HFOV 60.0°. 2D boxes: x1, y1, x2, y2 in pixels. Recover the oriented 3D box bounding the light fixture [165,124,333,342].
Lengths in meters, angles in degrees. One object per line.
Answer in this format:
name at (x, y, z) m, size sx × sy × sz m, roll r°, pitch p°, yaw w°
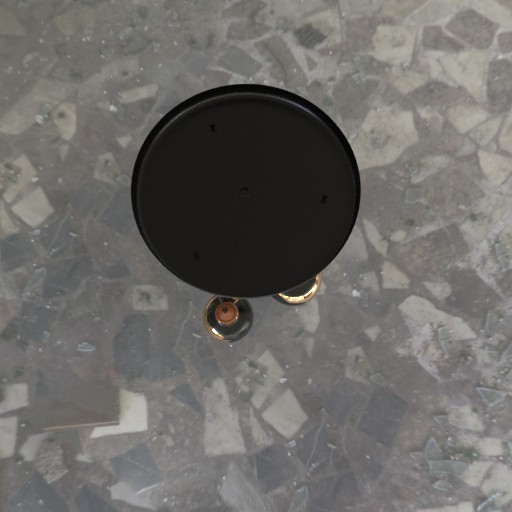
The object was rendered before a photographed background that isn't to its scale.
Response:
light fixture at (0.000, 0.000, 1.757) m, size 0.605 × 1.410 × 0.608 m, roll 1°, pitch 76°, yaw 0°
